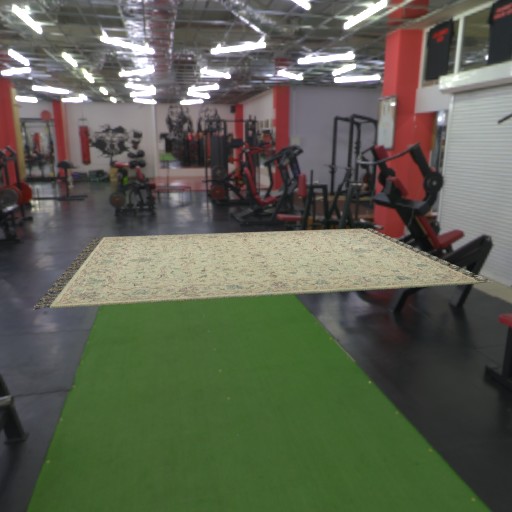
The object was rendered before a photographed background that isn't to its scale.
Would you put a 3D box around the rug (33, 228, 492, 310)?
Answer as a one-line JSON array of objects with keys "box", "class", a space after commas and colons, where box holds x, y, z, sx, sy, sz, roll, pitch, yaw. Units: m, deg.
[{"box": [0.000, 0.000, 2.284, 1.802, 0.008, 1.247, -2, 14, -10], "class": "rug"}]
